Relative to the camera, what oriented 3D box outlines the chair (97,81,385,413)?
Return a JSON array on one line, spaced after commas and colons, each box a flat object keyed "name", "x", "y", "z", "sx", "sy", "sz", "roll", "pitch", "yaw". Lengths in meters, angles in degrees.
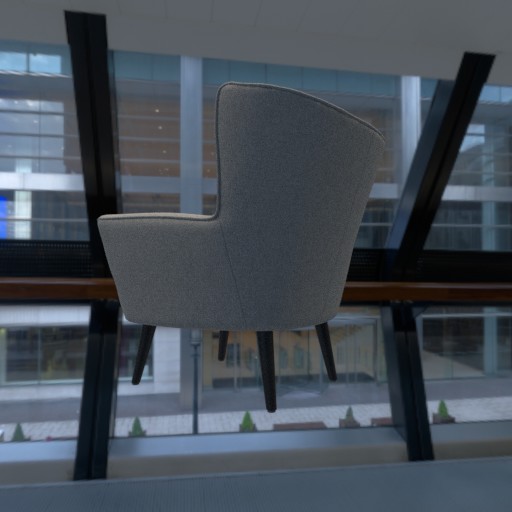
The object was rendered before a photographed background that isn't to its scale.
[{"name": "chair", "x": 0.000, "y": 0.000, "z": 1.612, "sx": 0.888, "sy": 0.933, "sz": 0.781, "roll": -1, "pitch": -1, "yaw": 35}]
